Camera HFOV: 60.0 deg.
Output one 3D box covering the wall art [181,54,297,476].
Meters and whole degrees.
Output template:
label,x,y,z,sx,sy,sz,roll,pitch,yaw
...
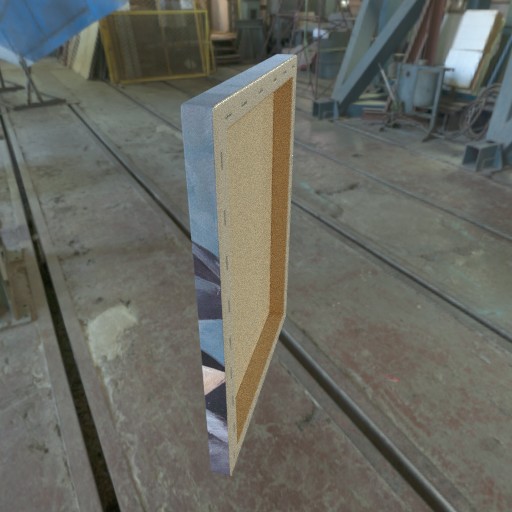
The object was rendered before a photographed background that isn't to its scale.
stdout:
label,x,y,z,sx,sy,sz,roll,pitch,yaw
wall art,0.000,0.000,0.791,0.037,0.613,0.455,8,32,13
